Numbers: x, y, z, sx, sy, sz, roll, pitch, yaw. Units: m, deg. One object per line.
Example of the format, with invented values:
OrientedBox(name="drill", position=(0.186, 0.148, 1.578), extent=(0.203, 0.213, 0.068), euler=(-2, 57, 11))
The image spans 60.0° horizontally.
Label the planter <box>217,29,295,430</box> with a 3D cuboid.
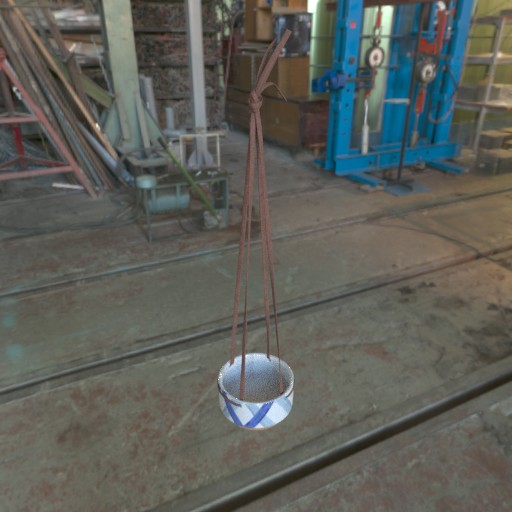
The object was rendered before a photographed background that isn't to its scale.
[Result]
OrientedBox(name="planter", position=(0.000, 0.000, 0.823), extent=(0.166, 0.751, 0.166), euler=(8, 28, 16))
